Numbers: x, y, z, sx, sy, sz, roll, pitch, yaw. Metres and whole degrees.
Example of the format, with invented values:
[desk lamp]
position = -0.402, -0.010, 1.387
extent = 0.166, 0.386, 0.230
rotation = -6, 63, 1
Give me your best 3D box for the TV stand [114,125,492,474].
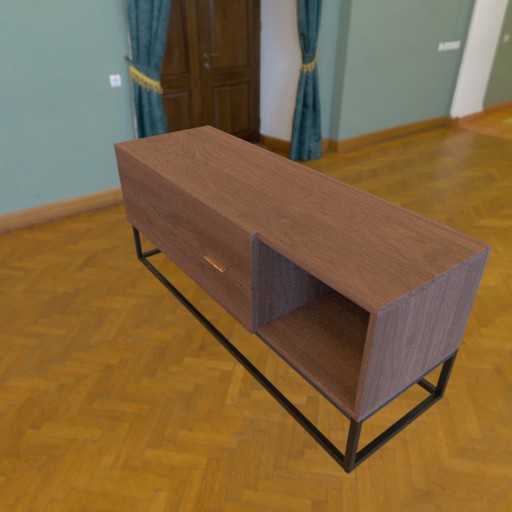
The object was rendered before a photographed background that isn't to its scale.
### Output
[TV stand]
position = 0.000, 0.000, 1.417
extent = 0.415, 0.500, 1.200
rotation = -21, 38, -31
